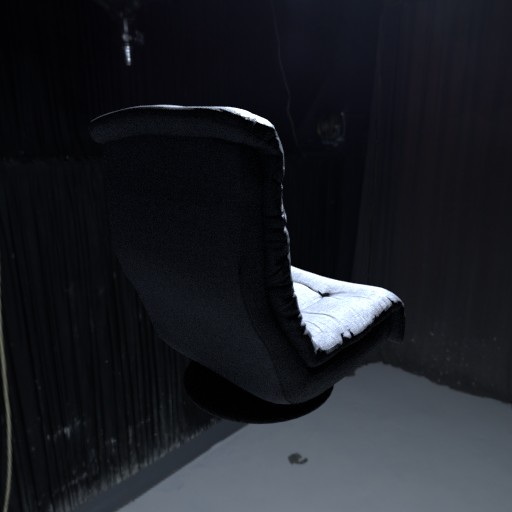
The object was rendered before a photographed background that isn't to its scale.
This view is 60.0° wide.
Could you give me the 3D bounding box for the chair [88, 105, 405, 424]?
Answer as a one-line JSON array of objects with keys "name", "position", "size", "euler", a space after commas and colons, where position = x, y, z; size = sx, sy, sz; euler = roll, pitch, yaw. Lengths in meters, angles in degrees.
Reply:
[{"name": "chair", "position": [0.000, 0.000, 1.196], "size": [0.668, 0.749, 0.597], "euler": [-15, 21, -43]}]
